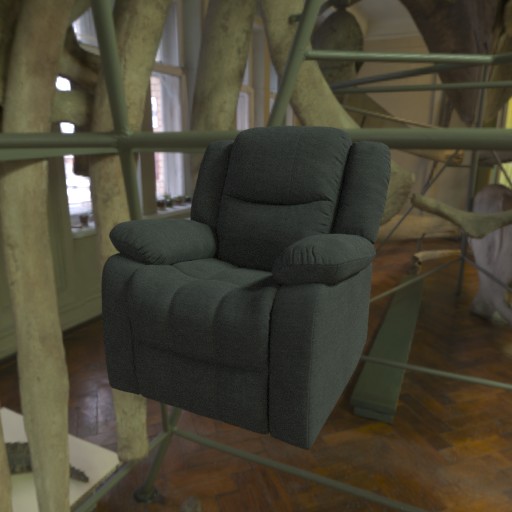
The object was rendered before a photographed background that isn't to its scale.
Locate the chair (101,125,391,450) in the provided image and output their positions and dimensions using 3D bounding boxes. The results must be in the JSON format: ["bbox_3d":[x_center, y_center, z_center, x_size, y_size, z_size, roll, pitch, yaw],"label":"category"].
[{"bbox_3d":[0.000,0.000,1.754,0.899,1.008,0.944,7,16,26],"label":"chair"}]
